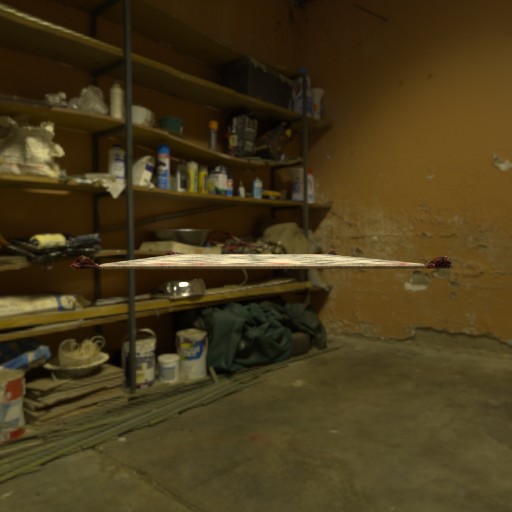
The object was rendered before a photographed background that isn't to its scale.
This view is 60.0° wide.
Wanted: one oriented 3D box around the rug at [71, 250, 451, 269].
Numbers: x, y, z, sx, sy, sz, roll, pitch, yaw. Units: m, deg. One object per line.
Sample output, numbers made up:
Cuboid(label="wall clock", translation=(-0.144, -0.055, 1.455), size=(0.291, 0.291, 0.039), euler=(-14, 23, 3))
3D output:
Cuboid(label="rug", translation=(0.000, 0.000, 3.268), size=(1.741, 0.066, 2.672), euler=(0, 1, -2))
